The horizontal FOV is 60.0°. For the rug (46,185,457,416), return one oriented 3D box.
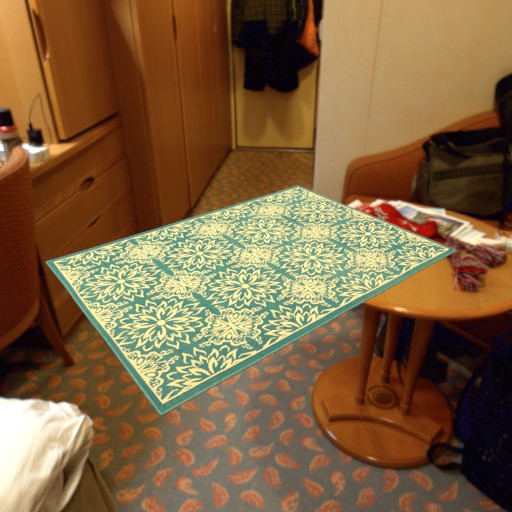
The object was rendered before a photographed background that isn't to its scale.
[{"bbox_3d":[0.000,0.000,2.897,2.205,0.012,1.554,-21,36,-33],"label":"rug"}]
